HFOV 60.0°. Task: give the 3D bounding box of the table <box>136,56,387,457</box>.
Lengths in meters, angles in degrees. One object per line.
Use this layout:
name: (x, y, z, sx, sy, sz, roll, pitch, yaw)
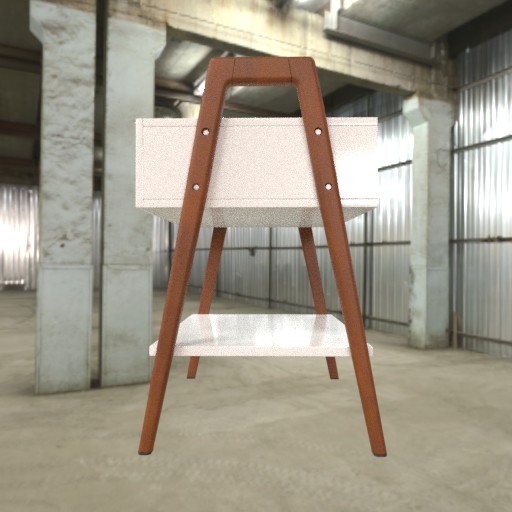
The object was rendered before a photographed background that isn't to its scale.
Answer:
table: (0.000, 0.000, 0.901, 0.405, 0.610, 0.457, 0, -1, 1)
